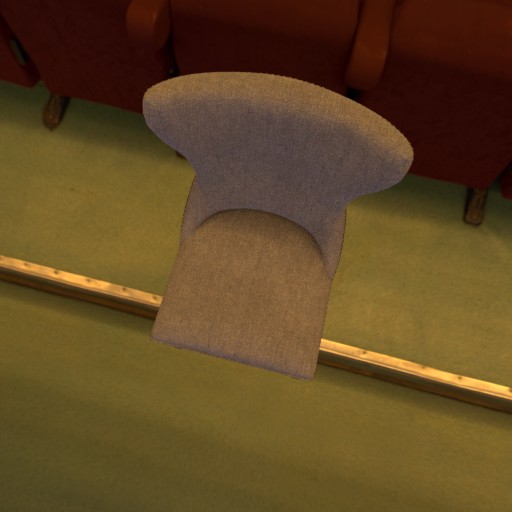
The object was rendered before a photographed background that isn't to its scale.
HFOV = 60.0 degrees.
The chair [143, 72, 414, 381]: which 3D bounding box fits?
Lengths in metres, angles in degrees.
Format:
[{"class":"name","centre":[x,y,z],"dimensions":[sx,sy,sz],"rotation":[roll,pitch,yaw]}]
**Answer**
[{"class":"chair","centre":[0.000,0.000,1.436],"dimensions":[0.654,1.002,0.681],"rotation":[14,75,4]}]
